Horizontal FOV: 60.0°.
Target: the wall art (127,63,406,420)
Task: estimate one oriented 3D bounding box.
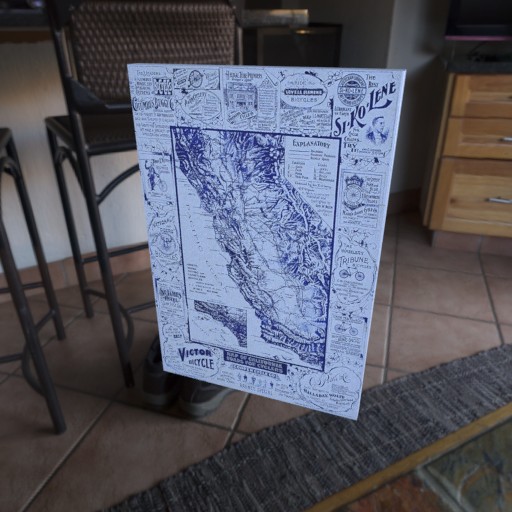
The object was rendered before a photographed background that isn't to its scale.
[{"bbox_3d":[0.000,0.000,0.956,0.511,0.753,0.039,9,28,18],"label":"wall art"}]
